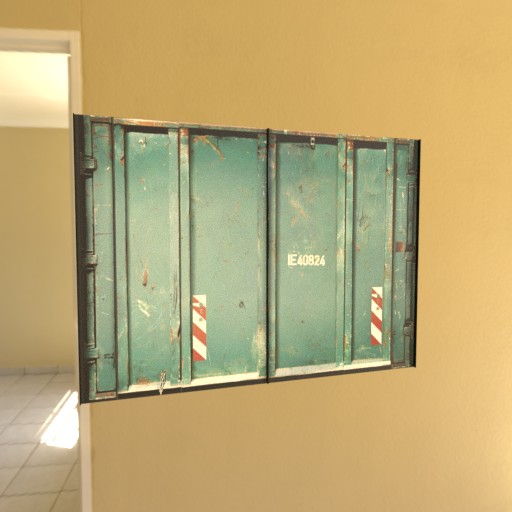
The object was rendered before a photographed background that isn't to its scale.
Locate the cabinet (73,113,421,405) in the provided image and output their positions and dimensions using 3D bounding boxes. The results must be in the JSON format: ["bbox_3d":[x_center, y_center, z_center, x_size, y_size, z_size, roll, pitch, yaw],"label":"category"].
[{"bbox_3d":[0.000,0.000,4.044,3.001,2.160,0.680,-1,3,-18],"label":"cabinet"}]
